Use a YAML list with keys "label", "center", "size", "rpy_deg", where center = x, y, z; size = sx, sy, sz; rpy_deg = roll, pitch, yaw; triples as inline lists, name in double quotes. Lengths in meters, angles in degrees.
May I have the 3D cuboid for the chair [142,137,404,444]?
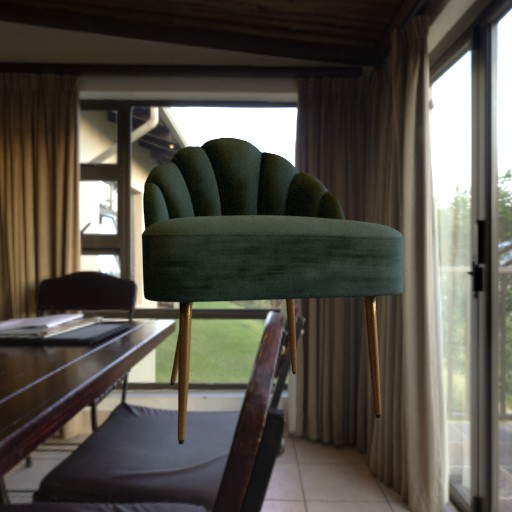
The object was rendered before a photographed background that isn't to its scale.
- label: "chair"
  center: [0.000, 0.000, 1.269]
  size: [0.657, 0.819, 0.599]
  rpy_deg: [0, 0, -18]
